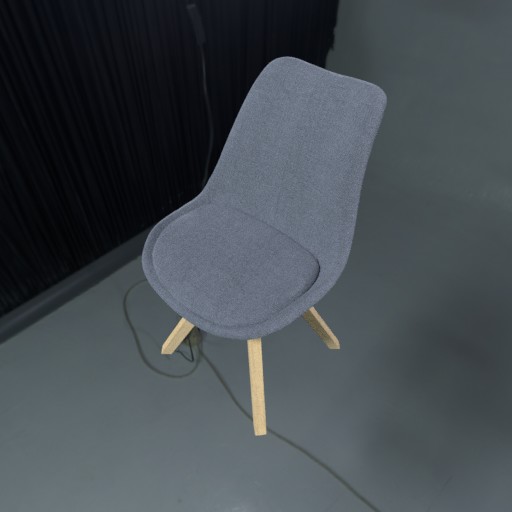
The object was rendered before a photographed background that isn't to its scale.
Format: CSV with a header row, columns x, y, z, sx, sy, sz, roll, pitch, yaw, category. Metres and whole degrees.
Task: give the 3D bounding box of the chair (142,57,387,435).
x,y,z,sx,sy,sz,roll,pitch,yaw,category
0.000,0.000,1.197,0.485,0.850,0.550,32,54,27,chair
